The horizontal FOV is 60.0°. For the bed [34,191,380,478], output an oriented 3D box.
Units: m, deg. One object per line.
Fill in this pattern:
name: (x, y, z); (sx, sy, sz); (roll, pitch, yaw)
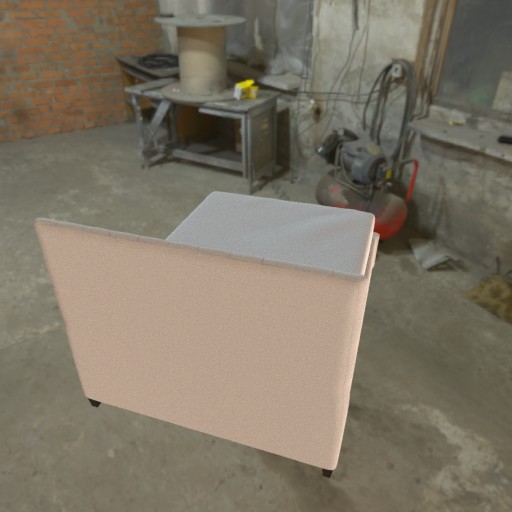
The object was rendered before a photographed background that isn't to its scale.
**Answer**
bed: (0.000, 0.000, 3.286); (1.696, 1.426, 2.233); (10, 34, 15)
